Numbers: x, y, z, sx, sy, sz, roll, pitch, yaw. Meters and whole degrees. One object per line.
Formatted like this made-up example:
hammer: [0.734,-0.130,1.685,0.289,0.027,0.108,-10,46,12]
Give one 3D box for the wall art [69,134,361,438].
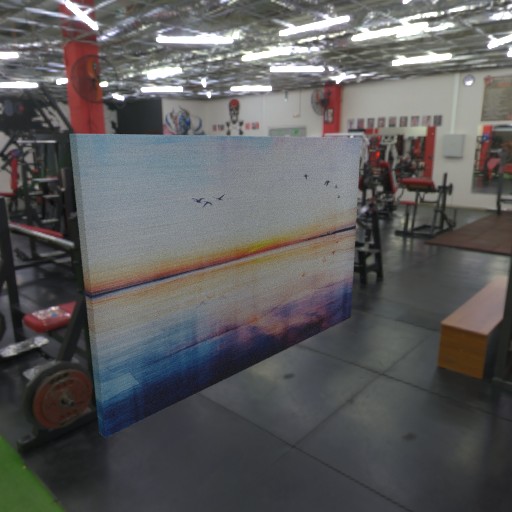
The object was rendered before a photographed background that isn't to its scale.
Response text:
wall art: [0.000,0.000,1.450,0.034,0.756,1.137,14,20,43]
